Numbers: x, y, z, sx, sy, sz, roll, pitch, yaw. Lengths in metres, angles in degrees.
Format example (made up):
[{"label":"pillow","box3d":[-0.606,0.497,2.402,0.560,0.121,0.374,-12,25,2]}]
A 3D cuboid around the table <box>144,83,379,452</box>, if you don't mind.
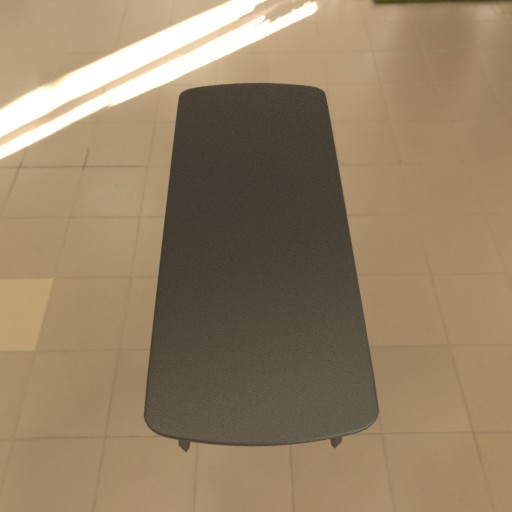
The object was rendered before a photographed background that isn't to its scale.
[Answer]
[{"label":"table","box3d":[0.000,0.000,1.575,0.571,0.457,1.333,-1,57,-1]}]
